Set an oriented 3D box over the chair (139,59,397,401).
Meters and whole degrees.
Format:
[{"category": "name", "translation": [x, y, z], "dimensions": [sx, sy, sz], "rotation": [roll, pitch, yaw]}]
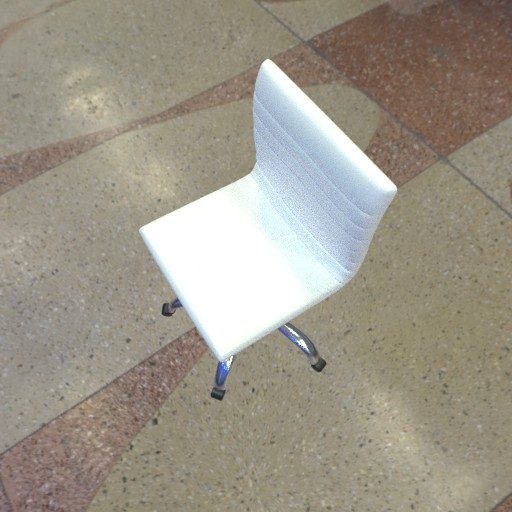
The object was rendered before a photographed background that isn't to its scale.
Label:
[{"category": "chair", "translation": [0.000, 0.000, 1.114], "dimensions": [0.530, 0.780, 0.556], "rotation": [-30, 66, -15]}]
